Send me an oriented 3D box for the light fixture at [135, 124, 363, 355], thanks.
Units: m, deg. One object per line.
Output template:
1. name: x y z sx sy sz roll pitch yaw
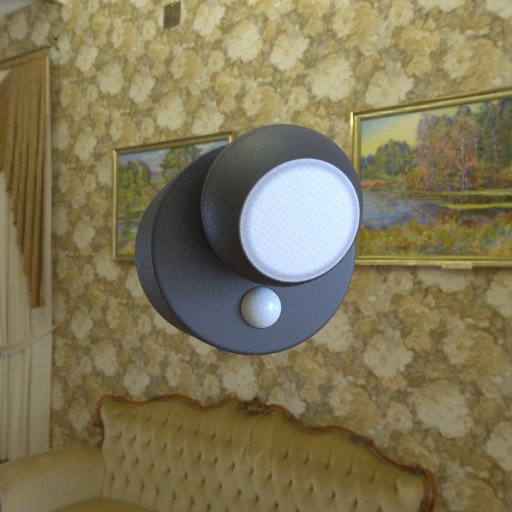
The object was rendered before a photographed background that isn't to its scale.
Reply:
1. light fixture: 0.000 0.000 0.263 0.134 0.143 0.160 1 -2 -17
